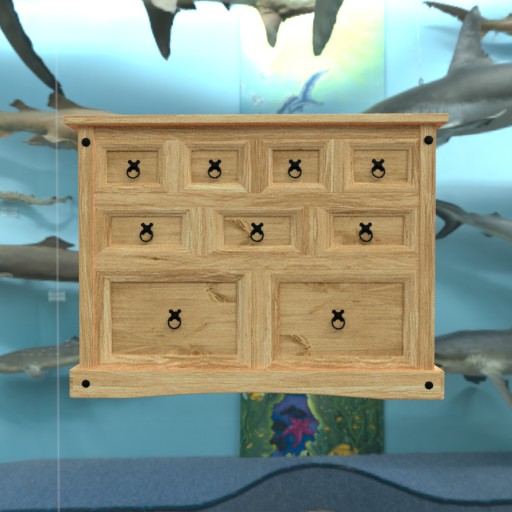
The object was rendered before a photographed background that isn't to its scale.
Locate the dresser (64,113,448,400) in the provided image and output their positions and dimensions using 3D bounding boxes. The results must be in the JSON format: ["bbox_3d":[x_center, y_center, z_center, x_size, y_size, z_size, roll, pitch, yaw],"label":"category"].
[{"bbox_3d":[0.000,0.000,1.349,0.990,0.740,0.410,0,1,1],"label":"dresser"}]
